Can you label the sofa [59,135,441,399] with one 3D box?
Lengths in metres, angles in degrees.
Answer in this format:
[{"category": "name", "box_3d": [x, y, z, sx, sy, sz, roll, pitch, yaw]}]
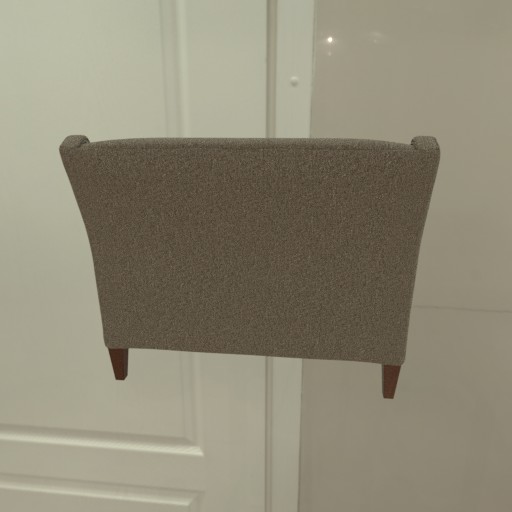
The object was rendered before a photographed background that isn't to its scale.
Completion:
[{"category": "sofa", "box_3d": [0.000, 0.000, 1.922, 1.242, 1.026, 0.862, 2, 17, 7]}]
